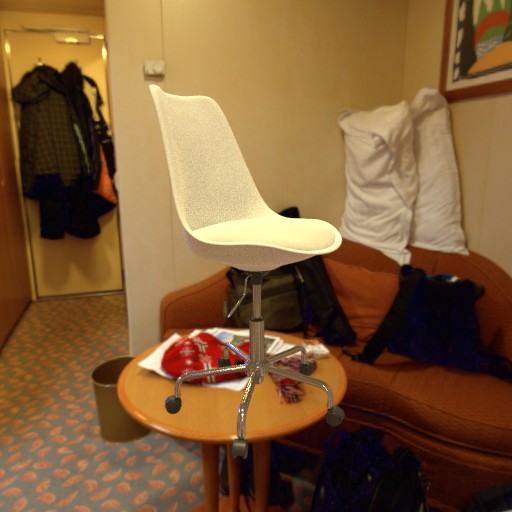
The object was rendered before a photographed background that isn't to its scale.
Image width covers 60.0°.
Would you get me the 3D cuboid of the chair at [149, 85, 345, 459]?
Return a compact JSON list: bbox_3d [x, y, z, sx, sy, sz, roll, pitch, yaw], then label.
[{"bbox_3d":[0.000,0.000,1.276,0.550,0.930,0.550,6,14,26],"label":"chair"}]
